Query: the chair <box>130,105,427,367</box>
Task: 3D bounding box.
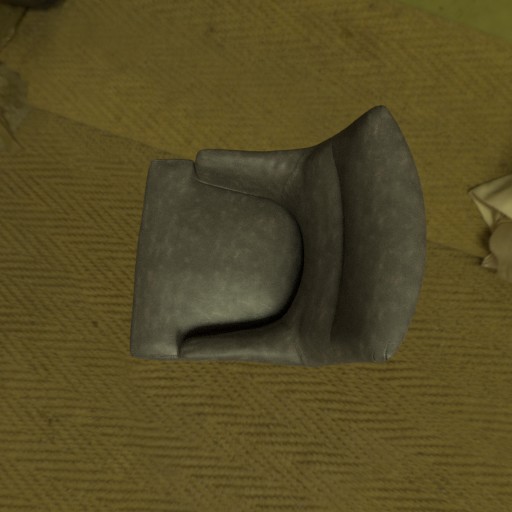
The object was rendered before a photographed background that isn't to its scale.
[{"bbox_3d":[0.000,0.000,1.540,0.874,0.870,0.738,2,77,1],"label":"chair"}]
